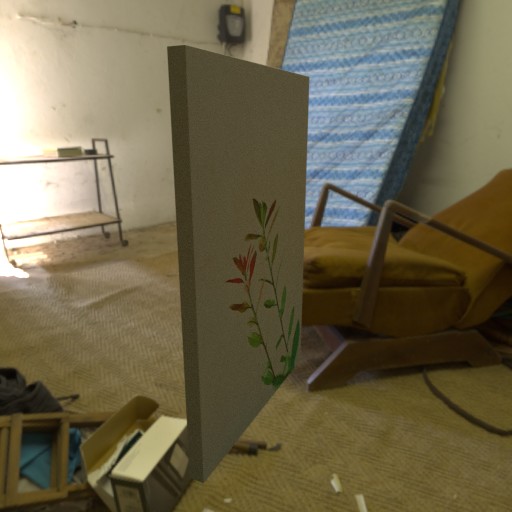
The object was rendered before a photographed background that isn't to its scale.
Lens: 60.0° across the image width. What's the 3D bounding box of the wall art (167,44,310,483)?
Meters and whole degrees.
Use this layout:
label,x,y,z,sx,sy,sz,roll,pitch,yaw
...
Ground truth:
label,x,y,z,sx,sy,sz,roll,pitch,yaw
wall art,0.000,0.000,1.150,0.039,0.915,0.612,8,19,25
